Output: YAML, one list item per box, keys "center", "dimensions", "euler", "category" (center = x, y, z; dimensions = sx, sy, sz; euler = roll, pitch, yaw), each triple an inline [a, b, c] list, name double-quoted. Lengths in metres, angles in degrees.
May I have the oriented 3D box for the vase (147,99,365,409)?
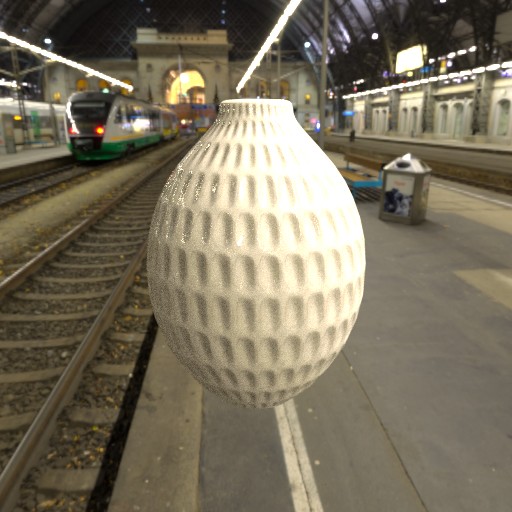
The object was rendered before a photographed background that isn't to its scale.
- center: [0.000, 0.000, 0.336]
  dimensions: [0.162, 0.223, 0.162]
  euler: [0, 17, 0]
  category: "vase"
